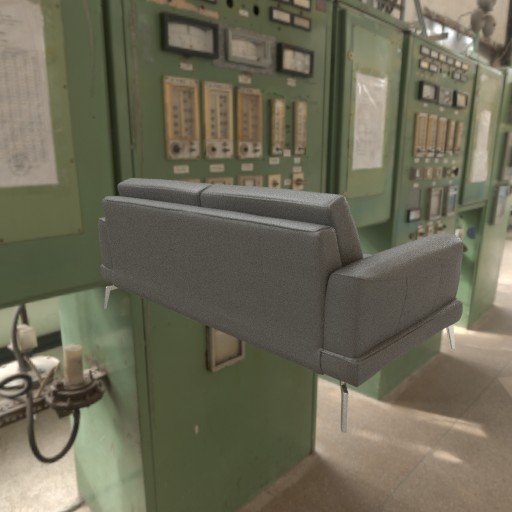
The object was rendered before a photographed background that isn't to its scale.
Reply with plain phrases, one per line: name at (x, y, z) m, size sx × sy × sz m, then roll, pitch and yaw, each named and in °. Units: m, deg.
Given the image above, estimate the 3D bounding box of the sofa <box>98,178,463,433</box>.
sofa at (0.000, 0.000, 2.757) m, size 2.177 × 0.930 × 1.121 m, roll 13°, pitch 19°, yaw 43°
